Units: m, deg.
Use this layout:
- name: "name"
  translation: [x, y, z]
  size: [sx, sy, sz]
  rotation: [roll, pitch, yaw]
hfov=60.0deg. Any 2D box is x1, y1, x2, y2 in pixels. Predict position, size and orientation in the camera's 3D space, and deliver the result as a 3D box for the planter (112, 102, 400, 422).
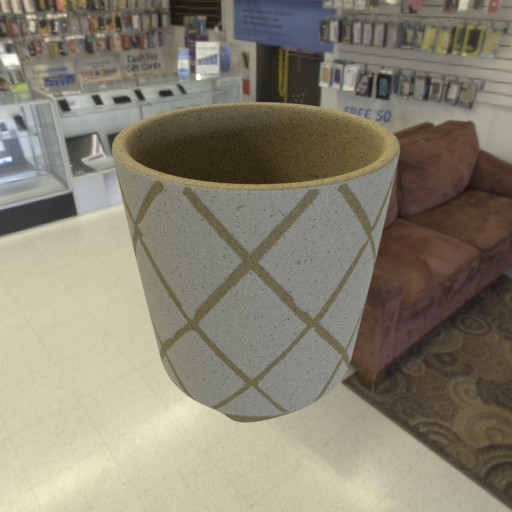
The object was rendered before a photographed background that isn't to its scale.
- name: "planter"
  translation: [0.000, 0.000, 0.423]
  size: [0.228, 0.235, 0.228]
  rotation: [0, 32, 0]
